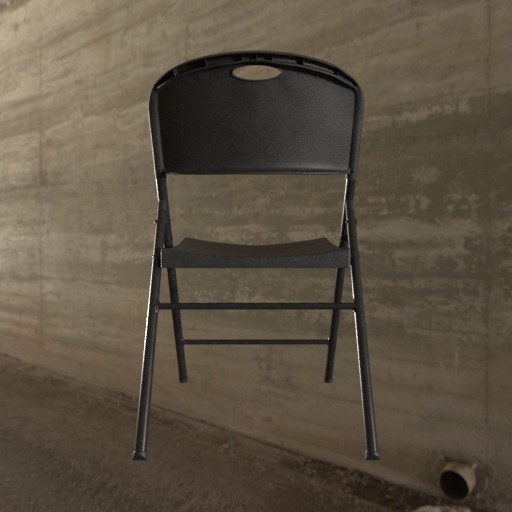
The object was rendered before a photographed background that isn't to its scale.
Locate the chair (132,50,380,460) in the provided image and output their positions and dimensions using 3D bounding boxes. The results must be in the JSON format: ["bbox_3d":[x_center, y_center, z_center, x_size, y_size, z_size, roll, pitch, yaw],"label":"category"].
[{"bbox_3d":[0.000,0.000,1.141,0.494,0.810,0.566,0,0,0],"label":"chair"}]
